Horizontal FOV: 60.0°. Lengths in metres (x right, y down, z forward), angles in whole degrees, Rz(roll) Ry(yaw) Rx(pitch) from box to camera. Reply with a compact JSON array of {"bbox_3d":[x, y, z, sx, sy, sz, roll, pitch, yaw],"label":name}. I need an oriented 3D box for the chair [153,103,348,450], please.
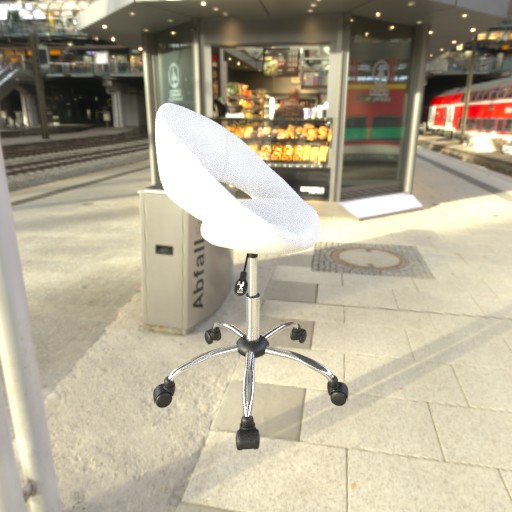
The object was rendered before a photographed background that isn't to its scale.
[{"bbox_3d":[0.000,0.000,1.211,0.538,0.791,0.612,3,18,8],"label":"chair"}]
